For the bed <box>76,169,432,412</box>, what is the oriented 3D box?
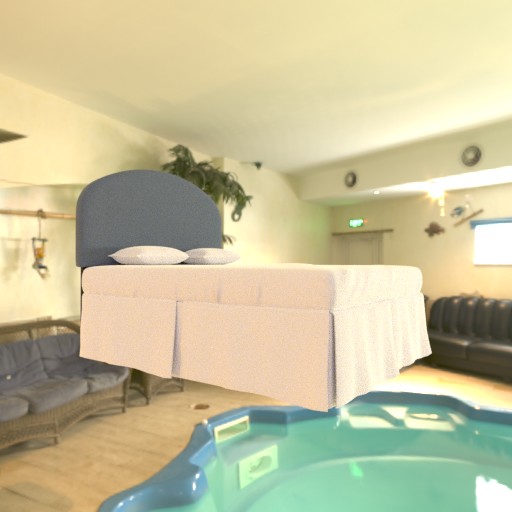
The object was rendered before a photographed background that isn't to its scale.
[{"bbox_3d":[0.000,0.000,3.125,2.005,1.410,1.607,0,-1,35],"label":"bed"}]
